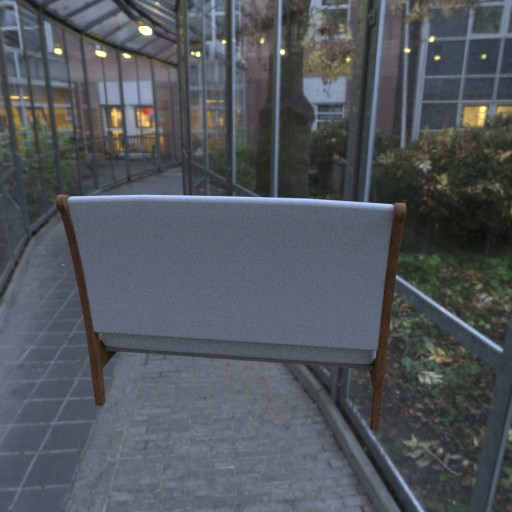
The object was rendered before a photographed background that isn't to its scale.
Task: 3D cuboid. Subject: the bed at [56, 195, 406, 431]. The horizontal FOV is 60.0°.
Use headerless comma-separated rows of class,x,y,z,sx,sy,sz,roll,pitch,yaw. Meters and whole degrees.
bed,0.000,0.000,2.961,1.502,1.135,2.108,2,17,8
